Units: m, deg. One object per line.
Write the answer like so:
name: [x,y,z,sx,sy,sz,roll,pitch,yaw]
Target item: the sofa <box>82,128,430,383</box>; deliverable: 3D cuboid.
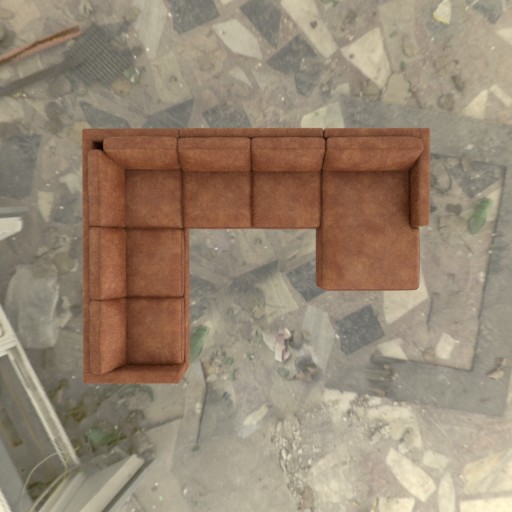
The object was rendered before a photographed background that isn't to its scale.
sofa: [0.000,0.000,4.529,3.324,0.888,2.452,0,91,0]
